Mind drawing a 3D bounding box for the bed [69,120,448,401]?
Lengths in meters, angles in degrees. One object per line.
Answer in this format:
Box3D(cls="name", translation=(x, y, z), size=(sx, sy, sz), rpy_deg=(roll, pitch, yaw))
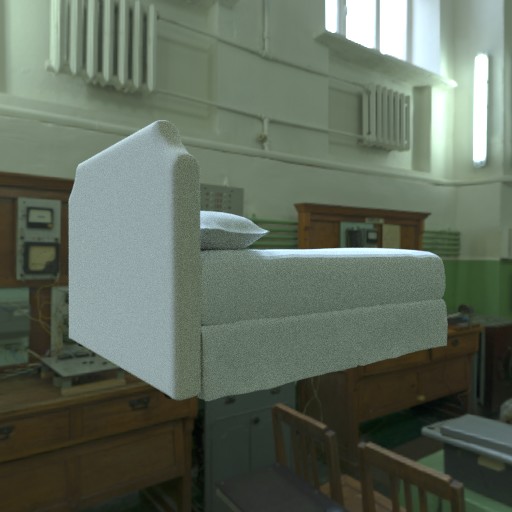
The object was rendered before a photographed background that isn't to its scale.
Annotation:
Box3D(cls="bed", translation=(0.000, 0.000, 3.792), size=(2.548, 1.524, 2.134), rpy_deg=(0, 1, -37))
